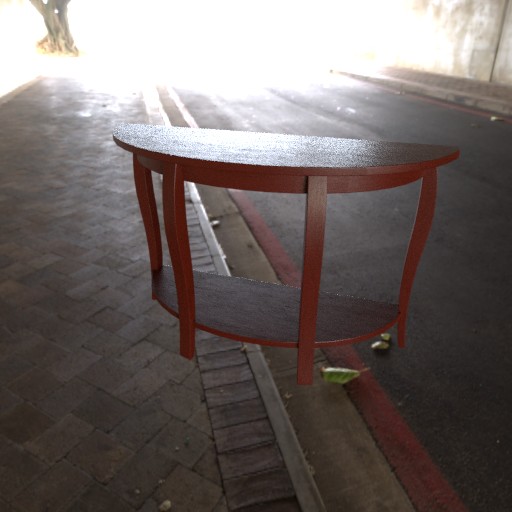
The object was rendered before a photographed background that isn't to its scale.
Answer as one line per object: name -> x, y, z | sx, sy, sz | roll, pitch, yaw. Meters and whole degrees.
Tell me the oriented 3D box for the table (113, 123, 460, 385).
table -> 0.000, 0.000, 1.581 | 1.219, 0.779, 0.405 | 9, 28, 16
